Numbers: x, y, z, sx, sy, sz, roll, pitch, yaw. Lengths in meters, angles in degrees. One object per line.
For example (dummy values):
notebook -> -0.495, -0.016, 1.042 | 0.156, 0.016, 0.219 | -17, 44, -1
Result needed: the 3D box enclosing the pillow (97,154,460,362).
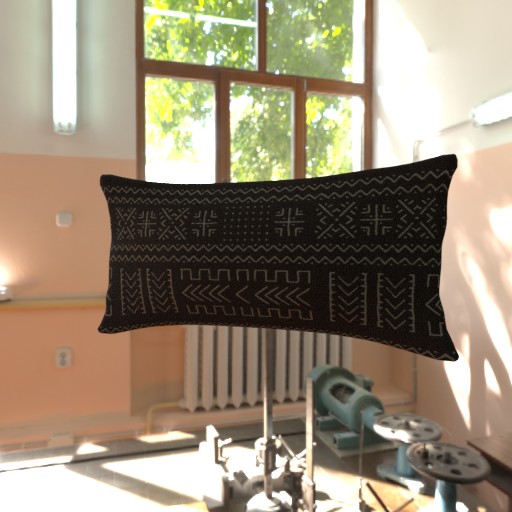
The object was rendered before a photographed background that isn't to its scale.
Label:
pillow -> 0.000, 0.000, 0.794 | 0.667, 0.322, 0.135 | 0, 1, 19
